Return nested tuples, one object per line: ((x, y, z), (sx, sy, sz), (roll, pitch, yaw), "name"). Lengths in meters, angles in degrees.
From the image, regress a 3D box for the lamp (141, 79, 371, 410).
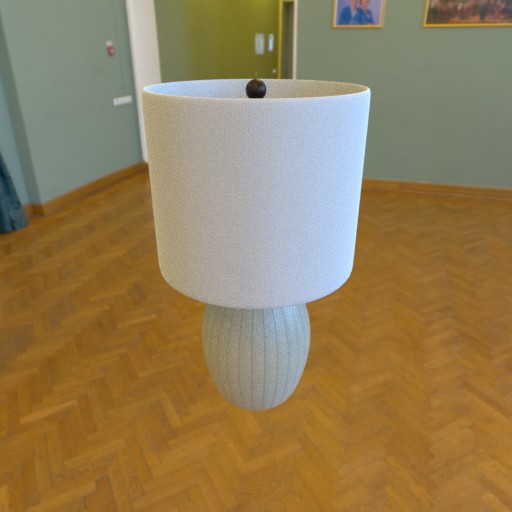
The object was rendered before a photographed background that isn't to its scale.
((0.000, 0.000, 0.767), (0.329, 0.570, 0.329), (7, 26, 14), "lamp")
